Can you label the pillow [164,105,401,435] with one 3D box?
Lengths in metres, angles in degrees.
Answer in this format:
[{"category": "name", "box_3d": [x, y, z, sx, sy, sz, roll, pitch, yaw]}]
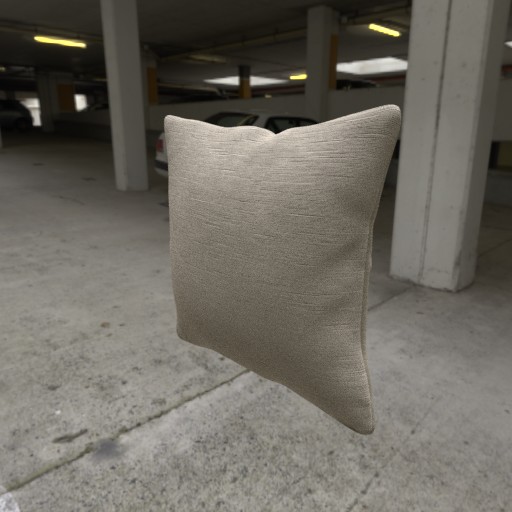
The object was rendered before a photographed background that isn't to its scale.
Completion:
[{"category": "pillow", "box_3d": [0.000, 0.000, 0.674, 0.437, 0.420, 0.162, 15, 21, 43]}]
